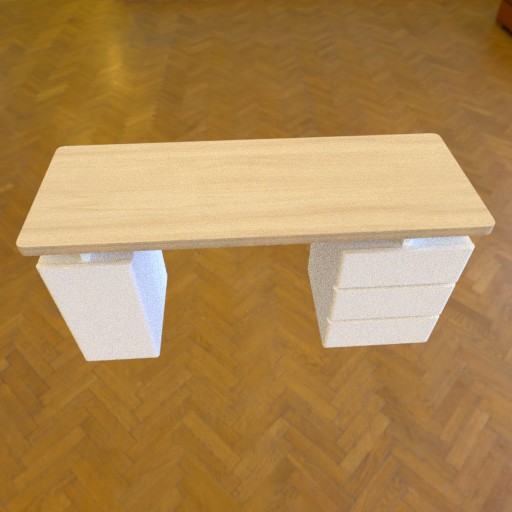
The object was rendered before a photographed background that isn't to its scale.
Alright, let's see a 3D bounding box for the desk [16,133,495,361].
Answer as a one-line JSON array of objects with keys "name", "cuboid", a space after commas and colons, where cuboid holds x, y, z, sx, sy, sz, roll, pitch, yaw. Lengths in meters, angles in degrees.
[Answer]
[{"name": "desk", "cuboid": [0.000, 0.000, 1.830, 1.500, 0.755, 0.550, -3, 47, -3]}]
